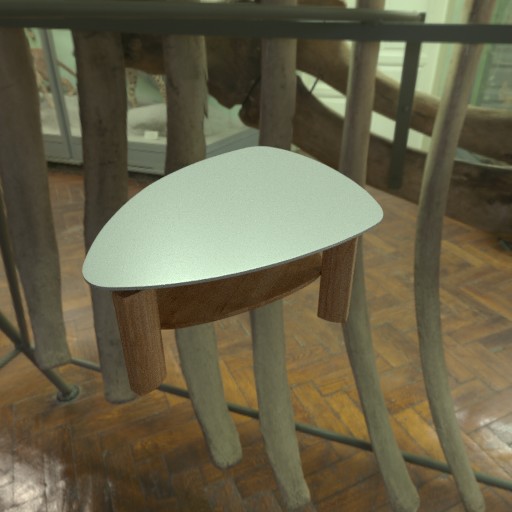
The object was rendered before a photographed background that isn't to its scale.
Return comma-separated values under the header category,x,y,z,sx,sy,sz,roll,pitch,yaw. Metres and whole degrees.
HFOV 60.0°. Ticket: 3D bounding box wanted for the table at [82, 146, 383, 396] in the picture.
category,x,y,z,sx,sy,sz,roll,pitch,yaw
table,0.000,0.000,1.637,0.850,0.440,1.250,11,32,18
